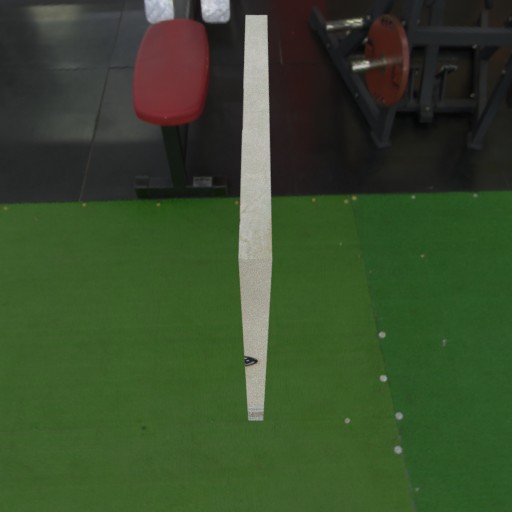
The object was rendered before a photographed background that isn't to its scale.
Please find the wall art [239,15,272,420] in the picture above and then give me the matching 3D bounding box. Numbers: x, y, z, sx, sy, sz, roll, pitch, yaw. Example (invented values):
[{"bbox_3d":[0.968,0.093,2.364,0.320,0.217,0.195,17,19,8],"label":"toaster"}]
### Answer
[{"bbox_3d":[0.000,0.000,0.956,0.038,0.764,0.508,0,57,0],"label":"wall art"}]
